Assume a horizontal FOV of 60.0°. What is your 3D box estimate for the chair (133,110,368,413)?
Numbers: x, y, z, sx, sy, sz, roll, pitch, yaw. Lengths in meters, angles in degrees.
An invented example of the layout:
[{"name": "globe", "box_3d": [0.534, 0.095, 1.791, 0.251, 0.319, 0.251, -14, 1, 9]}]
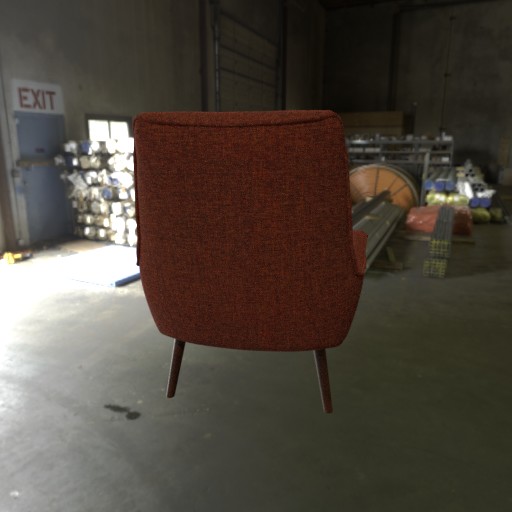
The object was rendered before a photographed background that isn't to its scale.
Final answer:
[{"name": "chair", "box_3d": [0.000, 0.000, 1.527, 0.803, 0.911, 0.784, 2, 15, 9]}]
